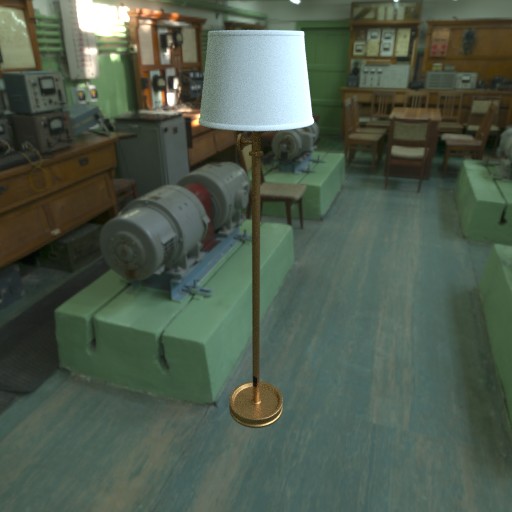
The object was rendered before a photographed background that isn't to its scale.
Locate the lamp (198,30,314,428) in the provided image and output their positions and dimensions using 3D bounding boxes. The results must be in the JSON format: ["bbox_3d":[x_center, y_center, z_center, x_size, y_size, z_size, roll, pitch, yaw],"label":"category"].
[{"bbox_3d":[0.000,0.000,0.787,0.178,0.710,0.178,0,25,0],"label":"lamp"}]
